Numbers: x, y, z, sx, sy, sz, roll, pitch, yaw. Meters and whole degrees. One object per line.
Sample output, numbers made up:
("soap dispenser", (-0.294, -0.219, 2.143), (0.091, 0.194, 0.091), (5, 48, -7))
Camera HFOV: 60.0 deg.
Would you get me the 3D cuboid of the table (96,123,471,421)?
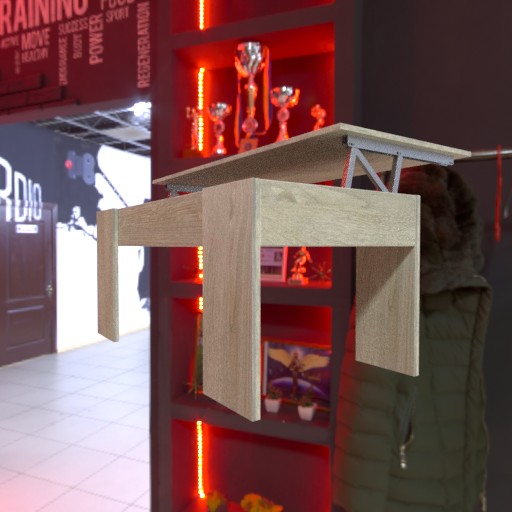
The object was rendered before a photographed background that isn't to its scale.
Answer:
("table", (0.000, 0.000, 1.401), (0.711, 0.570, 1.000), (-1, 2, -35))
